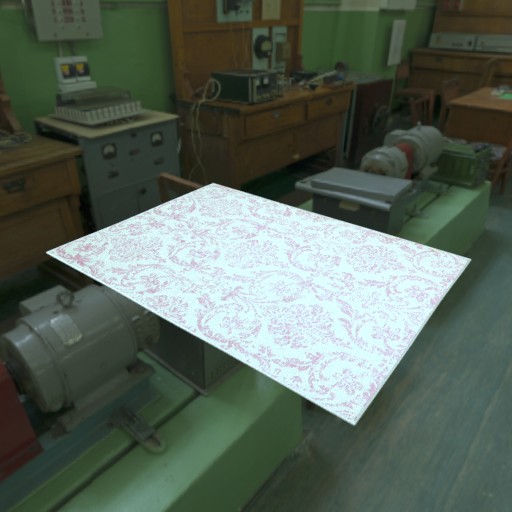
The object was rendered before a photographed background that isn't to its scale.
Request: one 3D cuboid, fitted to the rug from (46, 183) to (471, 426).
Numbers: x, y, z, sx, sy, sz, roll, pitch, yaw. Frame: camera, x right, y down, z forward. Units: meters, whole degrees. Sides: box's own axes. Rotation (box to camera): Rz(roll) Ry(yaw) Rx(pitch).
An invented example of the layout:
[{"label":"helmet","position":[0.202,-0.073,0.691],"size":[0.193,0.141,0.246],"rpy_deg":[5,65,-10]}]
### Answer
[{"label":"rug","position":[0.000,0.000,2.830],"size":[2.202,0.014,1.598],"rpy_deg":[21,36,32]}]
